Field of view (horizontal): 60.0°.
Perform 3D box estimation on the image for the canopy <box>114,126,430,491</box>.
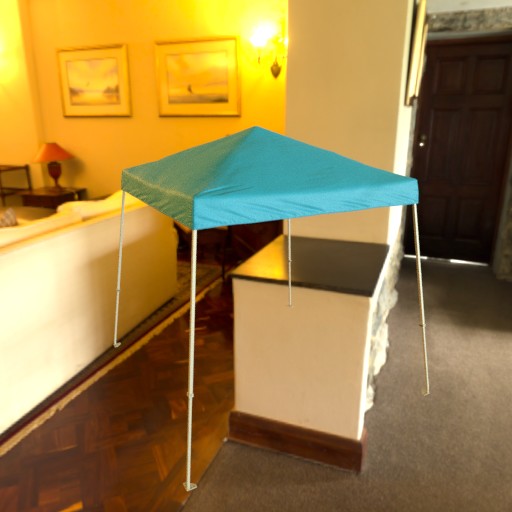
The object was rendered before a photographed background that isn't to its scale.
[{"bbox_3d":[0.000,0.000,5.060,2.850,2.850,2.849,-9,19,-27],"label":"canopy"}]
